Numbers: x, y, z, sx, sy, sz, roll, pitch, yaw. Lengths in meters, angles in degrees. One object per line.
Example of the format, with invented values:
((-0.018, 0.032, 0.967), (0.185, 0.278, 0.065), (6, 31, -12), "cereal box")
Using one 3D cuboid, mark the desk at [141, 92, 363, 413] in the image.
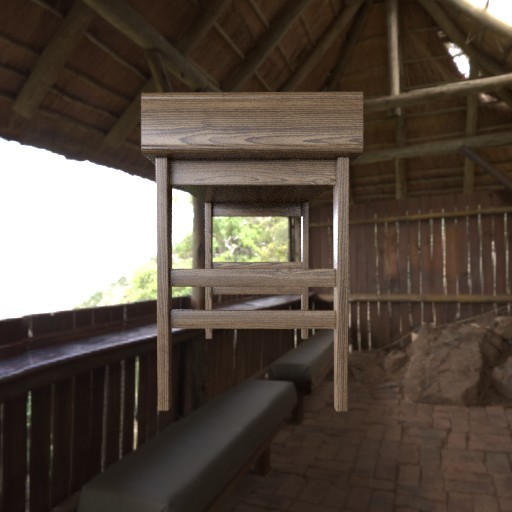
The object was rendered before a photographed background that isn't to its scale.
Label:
((0.000, 0.000, 1.540), (0.508, 0.755, 1.067), (0, 0, 1), "desk")
